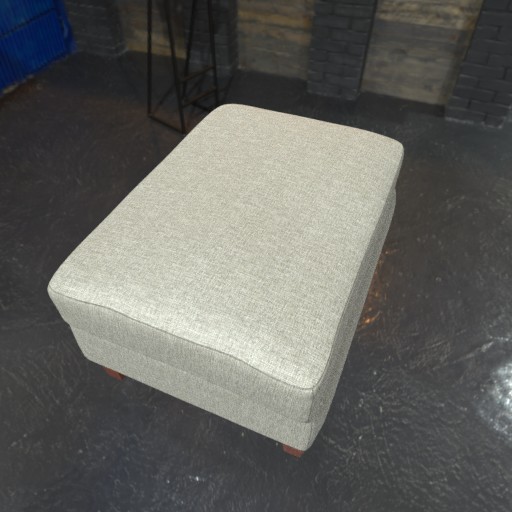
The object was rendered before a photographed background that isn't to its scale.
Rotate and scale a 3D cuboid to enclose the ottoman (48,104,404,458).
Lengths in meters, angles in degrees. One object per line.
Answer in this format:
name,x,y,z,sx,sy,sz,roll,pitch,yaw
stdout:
ottoman,0.000,0.000,1.248,0.639,0.494,0.873,17,49,16
